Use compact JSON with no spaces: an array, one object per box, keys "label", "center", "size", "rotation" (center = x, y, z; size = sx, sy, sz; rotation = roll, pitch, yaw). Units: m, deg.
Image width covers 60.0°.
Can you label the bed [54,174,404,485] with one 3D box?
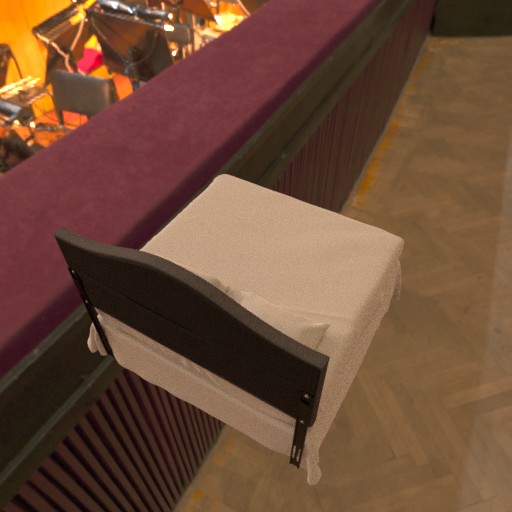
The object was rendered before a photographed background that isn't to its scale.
[{"label":"bed","center":[0.000,0.000,3.675],"size":[2.314,1.651,2.219],"rotation":[23,51,20]}]
